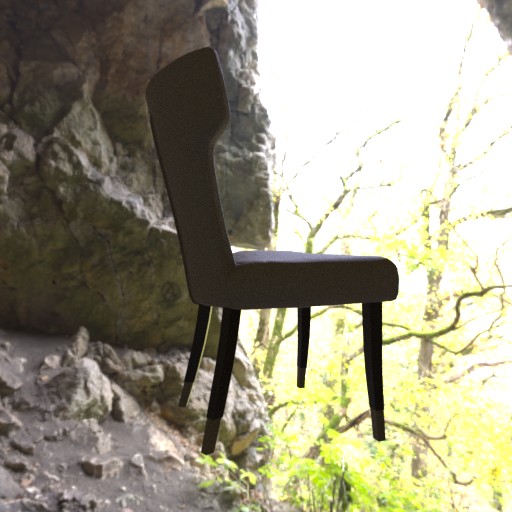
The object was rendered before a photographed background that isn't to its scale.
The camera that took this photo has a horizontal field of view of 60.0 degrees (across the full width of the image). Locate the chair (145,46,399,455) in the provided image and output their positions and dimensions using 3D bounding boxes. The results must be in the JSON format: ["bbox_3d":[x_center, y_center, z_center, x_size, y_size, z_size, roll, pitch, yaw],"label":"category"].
[{"bbox_3d":[0.000,0.000,1.300,0.630,0.955,0.526,0,0,-19],"label":"chair"}]
